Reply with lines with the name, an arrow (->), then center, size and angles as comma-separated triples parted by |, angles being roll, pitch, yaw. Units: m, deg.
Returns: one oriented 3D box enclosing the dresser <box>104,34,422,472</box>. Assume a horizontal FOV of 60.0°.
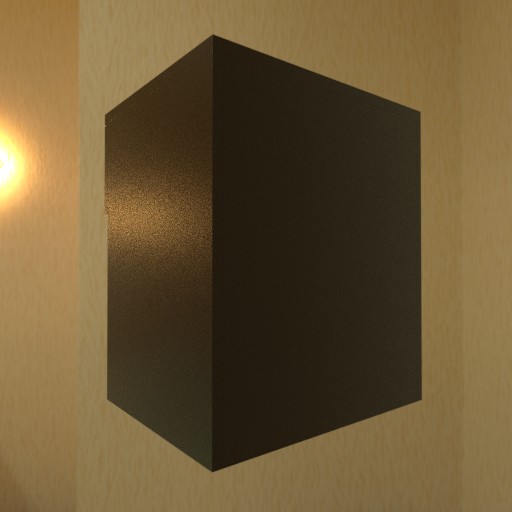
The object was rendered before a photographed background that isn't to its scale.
dresser -> 0.000, 0.000, 0.738 | 0.400, 0.470, 0.360 | 1, -1, -38
